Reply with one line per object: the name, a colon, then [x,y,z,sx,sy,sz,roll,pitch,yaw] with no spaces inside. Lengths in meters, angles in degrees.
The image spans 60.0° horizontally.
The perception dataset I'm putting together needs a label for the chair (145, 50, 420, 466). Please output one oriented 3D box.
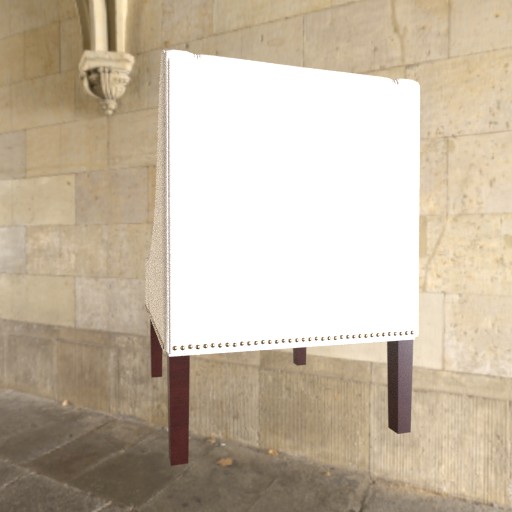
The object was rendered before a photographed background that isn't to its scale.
chair: [0.000,0.000,1.343,0.628,0.872,0.748,0,1,-17]
